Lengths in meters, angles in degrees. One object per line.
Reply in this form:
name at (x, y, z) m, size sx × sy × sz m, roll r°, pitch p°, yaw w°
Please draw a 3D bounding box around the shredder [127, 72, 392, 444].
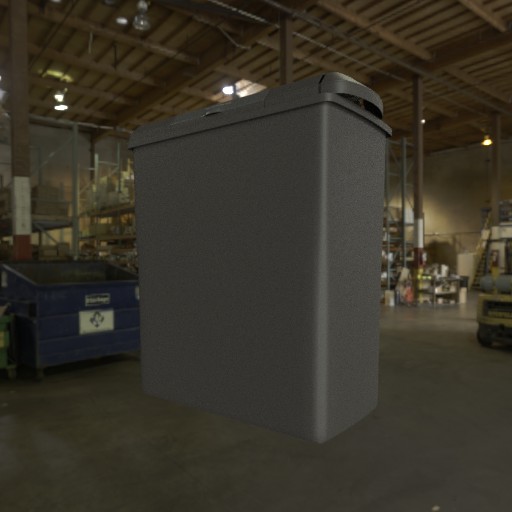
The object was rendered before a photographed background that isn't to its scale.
shredder at (0.000, 0.000, 0.527) m, size 0.320 × 0.335 × 0.170 m, roll 0°, pitch 0°, yaw 38°
